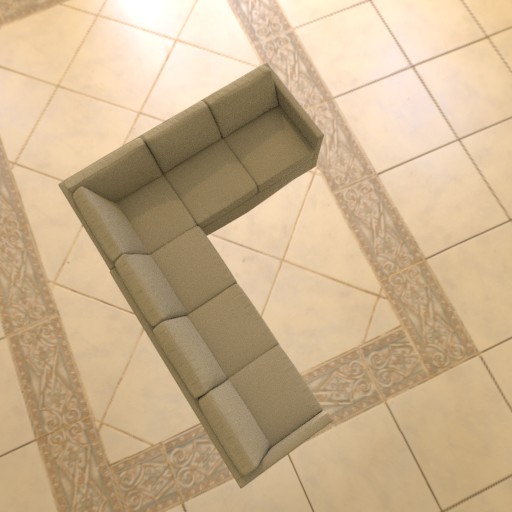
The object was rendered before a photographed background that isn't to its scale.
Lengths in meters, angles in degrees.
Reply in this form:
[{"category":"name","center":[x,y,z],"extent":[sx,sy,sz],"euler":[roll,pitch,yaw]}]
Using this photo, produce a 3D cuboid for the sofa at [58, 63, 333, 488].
[{"category":"sofa","center":[0.000,0.000,4.273],"extent":[2.432,0.871,3.182],"euler":[-33,78,-8]}]
